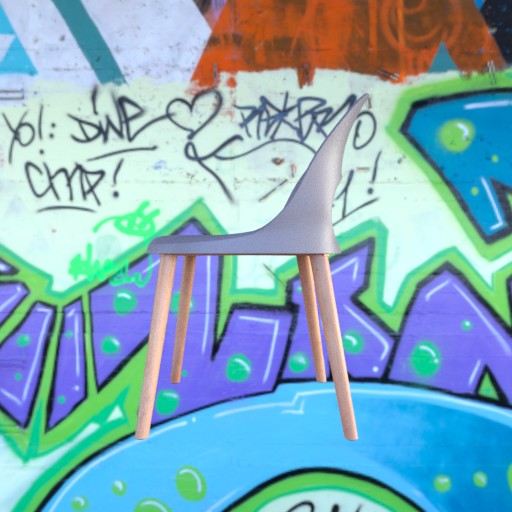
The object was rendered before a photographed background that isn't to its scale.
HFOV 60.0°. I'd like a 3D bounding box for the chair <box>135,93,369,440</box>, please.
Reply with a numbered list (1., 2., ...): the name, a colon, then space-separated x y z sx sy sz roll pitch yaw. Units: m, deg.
1. chair: 0.000 0.000 1.174 0.556 0.795 0.470 0 1 0
